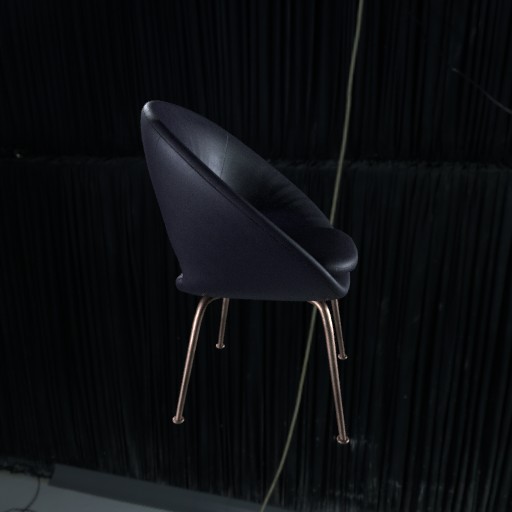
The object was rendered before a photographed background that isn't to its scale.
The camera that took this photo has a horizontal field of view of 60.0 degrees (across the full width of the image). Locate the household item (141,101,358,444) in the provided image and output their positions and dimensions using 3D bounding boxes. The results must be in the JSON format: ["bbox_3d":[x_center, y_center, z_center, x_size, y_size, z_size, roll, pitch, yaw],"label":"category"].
[{"bbox_3d":[0.000,0.000,1.283,0.573,0.852,0.623,3,16,10],"label":"household item"}]
